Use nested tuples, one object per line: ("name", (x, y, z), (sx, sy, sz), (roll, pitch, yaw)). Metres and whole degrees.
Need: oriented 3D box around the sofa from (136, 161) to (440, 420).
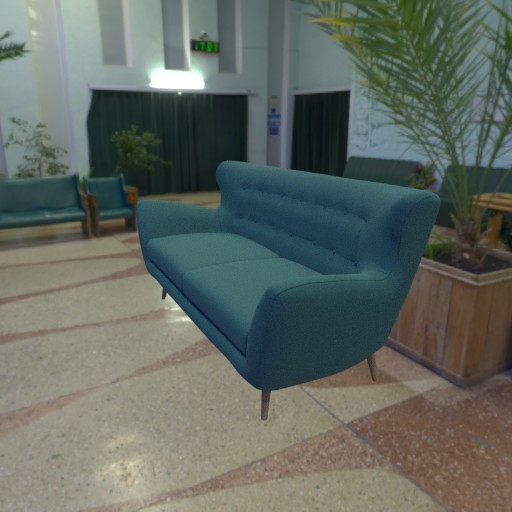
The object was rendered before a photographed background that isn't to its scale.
("sofa", (0.000, 0.000, 2.409), (0.889, 0.890, 1.930), (-8, 18, -26))
